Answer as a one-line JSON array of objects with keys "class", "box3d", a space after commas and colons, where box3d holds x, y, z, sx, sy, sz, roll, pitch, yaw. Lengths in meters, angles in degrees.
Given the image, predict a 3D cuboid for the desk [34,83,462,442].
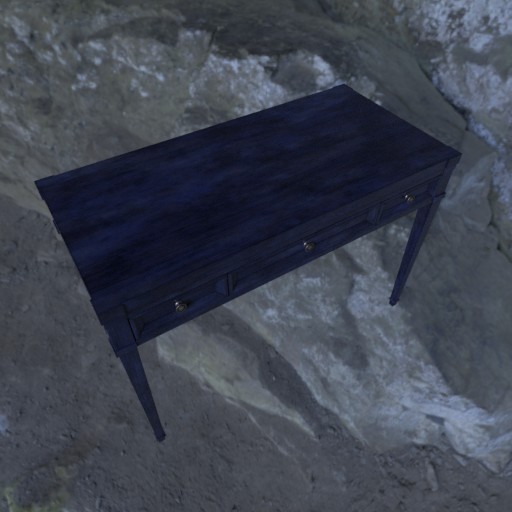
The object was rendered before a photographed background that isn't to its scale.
[{"class": "desk", "box3d": [0.000, 0.000, 1.787, 1.289, 0.861, 0.630, -25, 51, -22]}]
